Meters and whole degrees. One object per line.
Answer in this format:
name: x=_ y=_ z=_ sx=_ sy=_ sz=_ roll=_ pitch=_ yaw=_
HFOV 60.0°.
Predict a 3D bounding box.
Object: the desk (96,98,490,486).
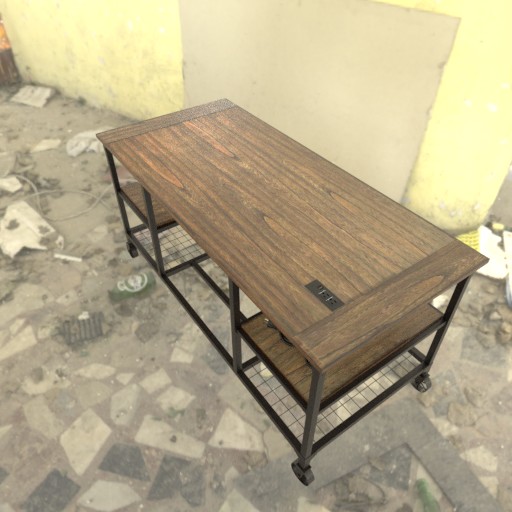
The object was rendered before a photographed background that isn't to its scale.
desk: x=0.000 y=0.000 z=1.974 sx=0.711 sy=0.751 sz=1.590 roll=-25 pitch=48 yaw=-26
